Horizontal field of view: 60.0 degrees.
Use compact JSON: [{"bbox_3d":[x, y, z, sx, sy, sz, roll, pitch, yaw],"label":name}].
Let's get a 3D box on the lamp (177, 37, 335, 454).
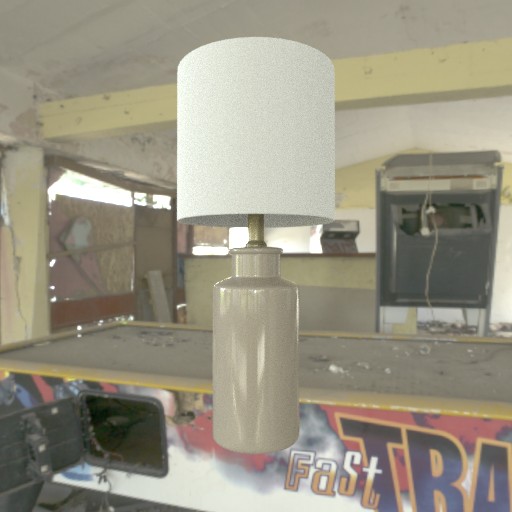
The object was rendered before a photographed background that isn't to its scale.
[{"bbox_3d":[0.000,0.000,0.603,0.212,0.493,0.212,0,-1,-34],"label":"lamp"}]
